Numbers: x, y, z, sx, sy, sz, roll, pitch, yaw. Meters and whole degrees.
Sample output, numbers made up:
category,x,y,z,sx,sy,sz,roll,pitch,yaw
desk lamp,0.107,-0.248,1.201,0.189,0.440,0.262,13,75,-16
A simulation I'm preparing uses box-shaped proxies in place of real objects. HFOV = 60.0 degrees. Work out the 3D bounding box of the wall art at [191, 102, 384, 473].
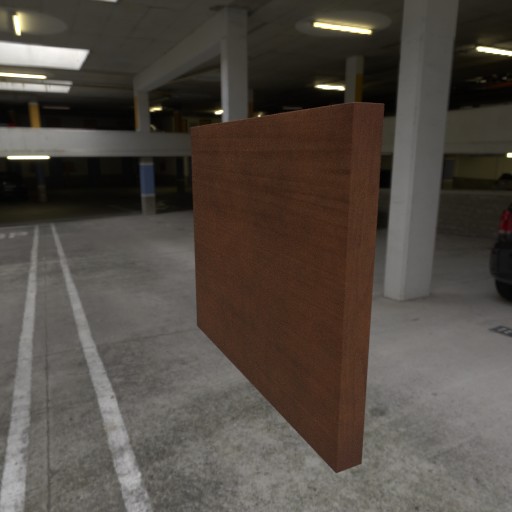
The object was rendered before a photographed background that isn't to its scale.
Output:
category,x,y,z,sx,sy,sz,roll,pitch,yaw
wall art,0.000,0.000,0.556,0.030,0.328,0.401,-6,15,-25
